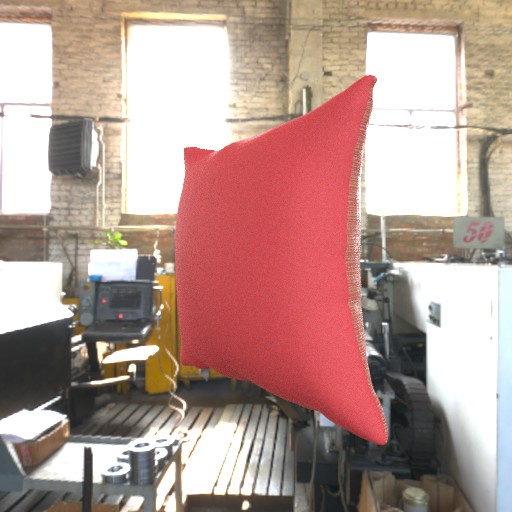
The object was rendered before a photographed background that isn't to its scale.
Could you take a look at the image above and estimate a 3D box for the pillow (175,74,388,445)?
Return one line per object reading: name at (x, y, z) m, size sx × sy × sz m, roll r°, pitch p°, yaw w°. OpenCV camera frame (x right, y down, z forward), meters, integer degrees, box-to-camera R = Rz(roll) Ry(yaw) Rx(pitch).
pillow at (0.000, 0.000, 0.803) m, size 0.229 × 0.501 × 0.559 m, roll 0°, pitch 0°, yaw -38°
